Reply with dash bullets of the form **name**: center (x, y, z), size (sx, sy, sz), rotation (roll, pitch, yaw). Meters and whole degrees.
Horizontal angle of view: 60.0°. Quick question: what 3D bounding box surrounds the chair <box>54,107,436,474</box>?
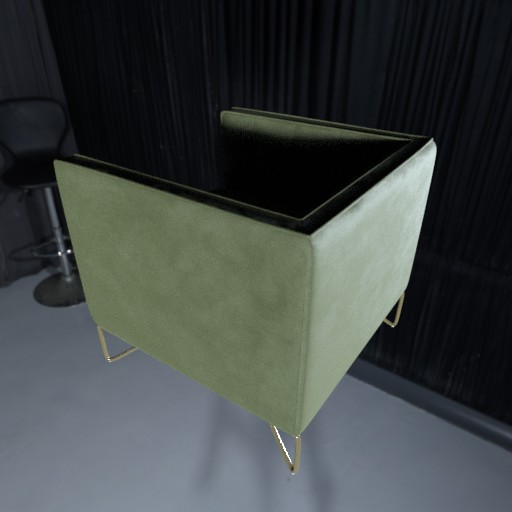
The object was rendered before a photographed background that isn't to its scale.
- **chair**: center (0.000, 0.000, 1.571), size (0.894, 0.790, 0.880), rotation (20, 36, 30)
